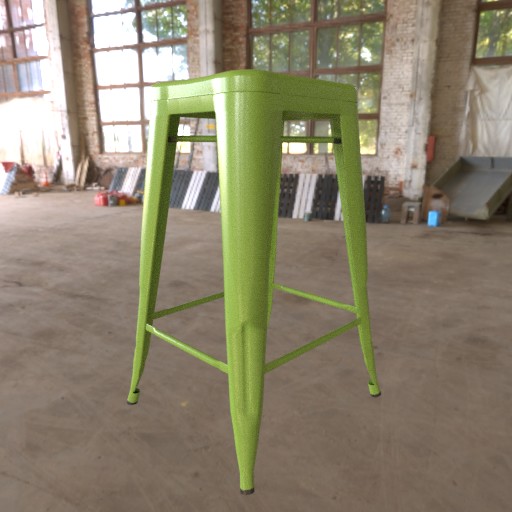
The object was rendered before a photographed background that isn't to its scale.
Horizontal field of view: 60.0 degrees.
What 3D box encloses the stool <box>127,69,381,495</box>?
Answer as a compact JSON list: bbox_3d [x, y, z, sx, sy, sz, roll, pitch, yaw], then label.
[{"bbox_3d":[0.000,0.000,0.839,0.398,0.609,0.358,-14,20,-43],"label":"stool"}]
